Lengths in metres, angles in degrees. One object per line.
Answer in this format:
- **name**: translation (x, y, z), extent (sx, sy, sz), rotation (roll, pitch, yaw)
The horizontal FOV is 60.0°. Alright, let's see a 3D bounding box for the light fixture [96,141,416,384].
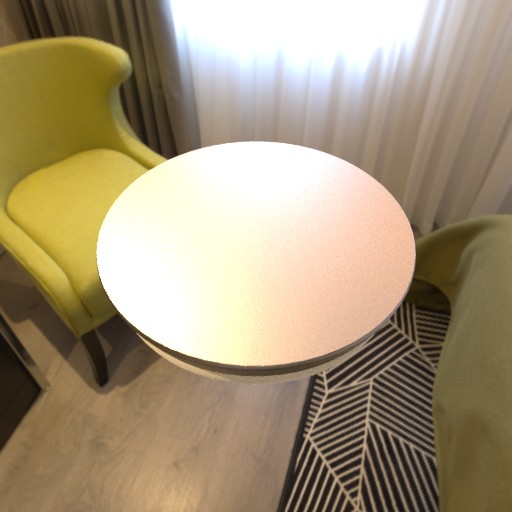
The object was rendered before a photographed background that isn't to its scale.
- **light fixture**: translation (0.000, 0.000, 0.559), extent (0.368, 0.100, 0.368), rotation (0, 47, 0)
